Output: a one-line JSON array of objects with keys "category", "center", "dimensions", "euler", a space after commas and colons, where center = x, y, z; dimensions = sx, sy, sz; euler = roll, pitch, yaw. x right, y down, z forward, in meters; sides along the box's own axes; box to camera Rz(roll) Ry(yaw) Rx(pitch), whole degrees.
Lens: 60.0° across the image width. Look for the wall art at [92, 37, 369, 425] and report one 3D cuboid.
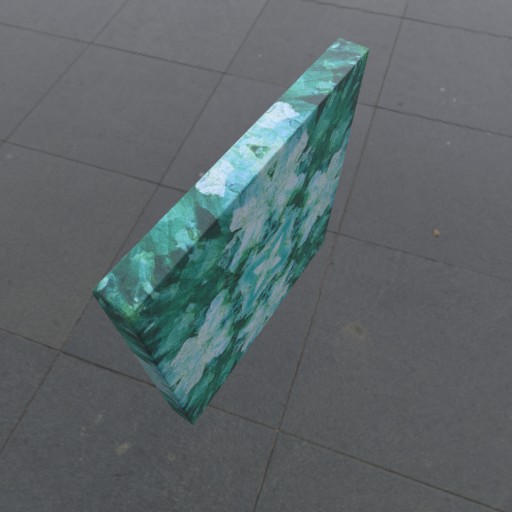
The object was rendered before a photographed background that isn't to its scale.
[{"category": "wall art", "center": [0.000, 0.000, 0.463], "dimensions": [0.033, 0.313, 0.313], "euler": [30, 63, 17]}]
